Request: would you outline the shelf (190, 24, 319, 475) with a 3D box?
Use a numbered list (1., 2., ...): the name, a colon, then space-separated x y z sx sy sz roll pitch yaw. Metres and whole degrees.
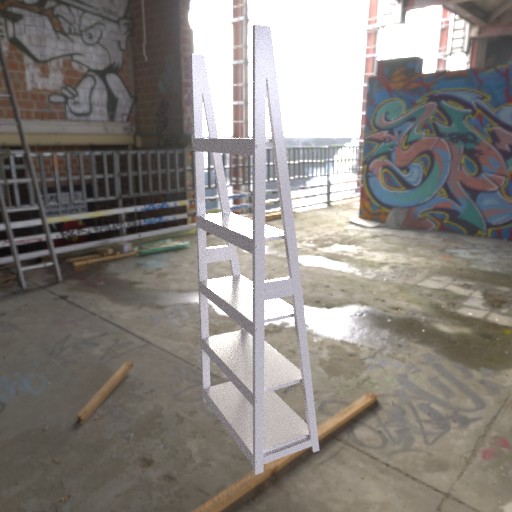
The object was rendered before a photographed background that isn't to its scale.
1. shelf: 0.000 0.000 2.040 0.341 1.779 0.636 -8 17 -27
